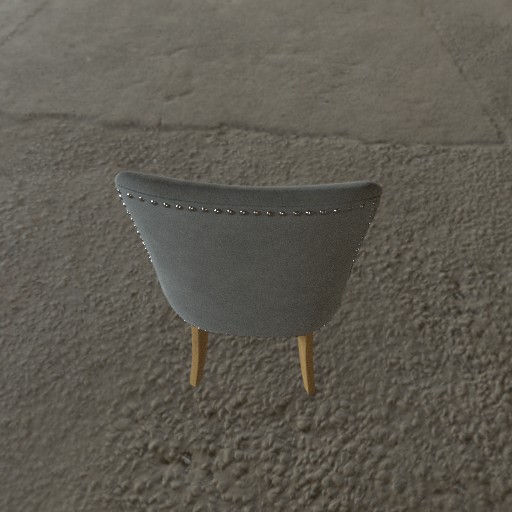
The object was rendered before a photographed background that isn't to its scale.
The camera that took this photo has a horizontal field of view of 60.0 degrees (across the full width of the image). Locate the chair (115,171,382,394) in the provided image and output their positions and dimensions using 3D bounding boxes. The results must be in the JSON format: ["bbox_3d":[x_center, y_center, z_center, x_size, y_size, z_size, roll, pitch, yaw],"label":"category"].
[{"bbox_3d":[0.000,0.000,1.261,0.495,0.902,0.610,3,47,3],"label":"chair"}]
